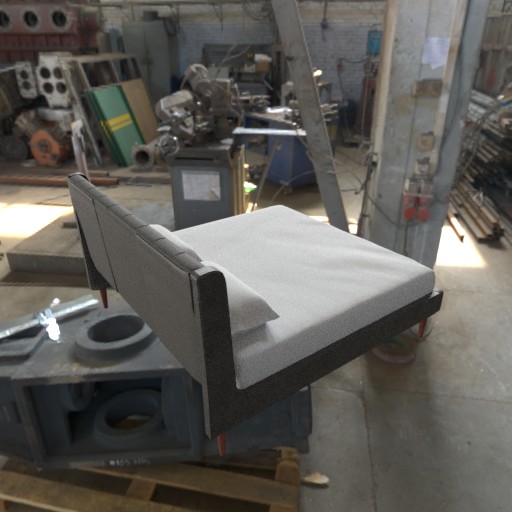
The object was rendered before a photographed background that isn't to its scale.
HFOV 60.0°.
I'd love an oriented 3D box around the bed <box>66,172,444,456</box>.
[{"bbox_3d":[0.000,0.000,3.290,2.031,1.158,1.903,-18,31,-32],"label":"bed"}]
